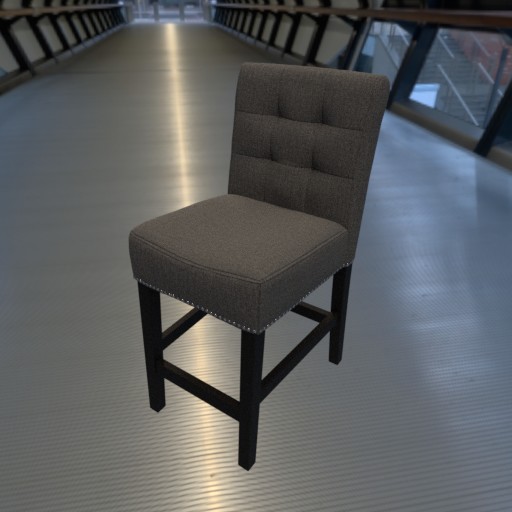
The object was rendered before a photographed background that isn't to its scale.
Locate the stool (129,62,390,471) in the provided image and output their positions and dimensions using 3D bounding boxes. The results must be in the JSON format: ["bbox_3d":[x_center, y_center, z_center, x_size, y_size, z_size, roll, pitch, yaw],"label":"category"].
[{"bbox_3d":[0.000,0.000,1.187,0.427,0.885,0.571,19,36,29],"label":"stool"}]
